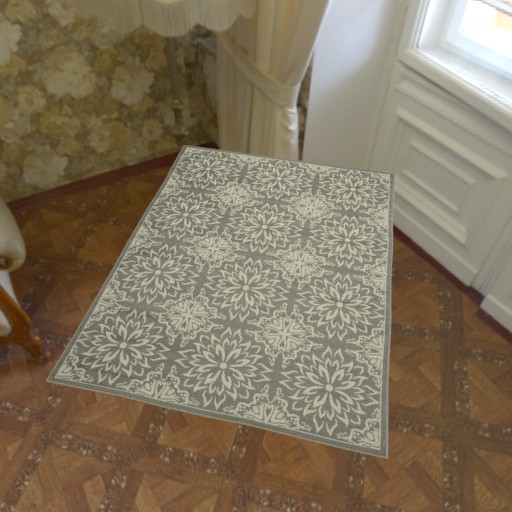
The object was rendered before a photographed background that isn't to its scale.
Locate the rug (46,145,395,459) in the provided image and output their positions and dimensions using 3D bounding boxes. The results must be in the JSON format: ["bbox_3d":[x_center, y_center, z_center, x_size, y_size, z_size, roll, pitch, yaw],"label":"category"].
[{"bbox_3d":[0.000,0.000,3.921,2.363,0.012,2.980,10,48,9],"label":"rug"}]
